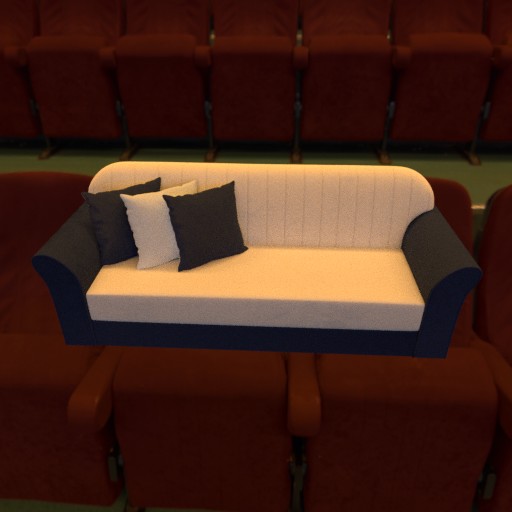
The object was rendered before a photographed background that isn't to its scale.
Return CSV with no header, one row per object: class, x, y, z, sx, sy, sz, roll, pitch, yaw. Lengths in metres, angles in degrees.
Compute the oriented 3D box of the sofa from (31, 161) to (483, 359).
sofa,0.000,0.000,2.359,2.006,0.789,0.749,2,31,3
